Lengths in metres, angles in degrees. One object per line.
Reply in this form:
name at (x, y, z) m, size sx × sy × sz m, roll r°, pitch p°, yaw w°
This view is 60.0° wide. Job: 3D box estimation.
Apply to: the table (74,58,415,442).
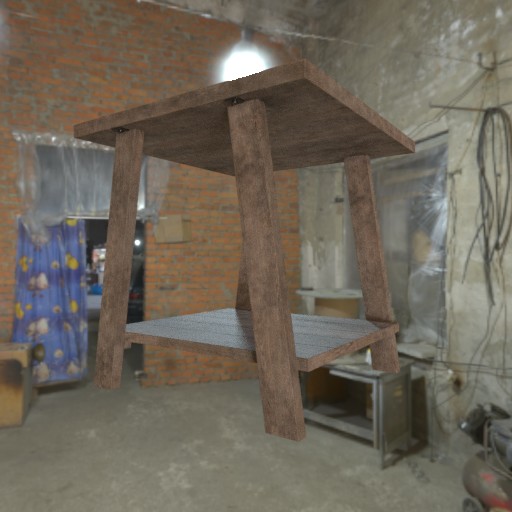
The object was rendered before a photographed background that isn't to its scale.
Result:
table at (0.000, 0.000, 1.106) m, size 0.610 × 0.610 × 0.610 m, roll 0°, pitch 0°, yaw 35°
